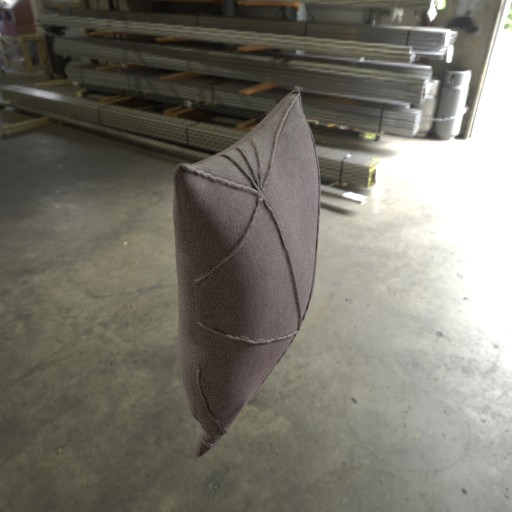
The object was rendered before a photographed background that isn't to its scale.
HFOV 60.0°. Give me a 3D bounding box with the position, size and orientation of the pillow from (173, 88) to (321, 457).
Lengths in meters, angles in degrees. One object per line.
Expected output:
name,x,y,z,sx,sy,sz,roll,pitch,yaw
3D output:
pillow,0.000,0.000,0.699,0.185,0.440,0.439,11,33,17
